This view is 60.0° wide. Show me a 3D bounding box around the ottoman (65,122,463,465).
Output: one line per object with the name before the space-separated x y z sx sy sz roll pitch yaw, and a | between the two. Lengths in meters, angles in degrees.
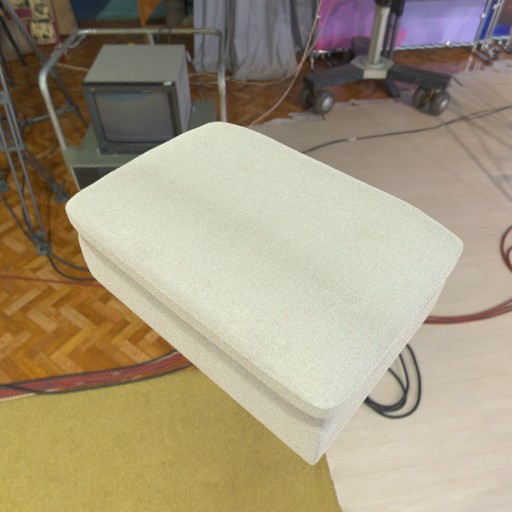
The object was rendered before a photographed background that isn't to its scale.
ottoman | 0.000 0.000 1.359 0.984 0.453 0.686 33 55 27
